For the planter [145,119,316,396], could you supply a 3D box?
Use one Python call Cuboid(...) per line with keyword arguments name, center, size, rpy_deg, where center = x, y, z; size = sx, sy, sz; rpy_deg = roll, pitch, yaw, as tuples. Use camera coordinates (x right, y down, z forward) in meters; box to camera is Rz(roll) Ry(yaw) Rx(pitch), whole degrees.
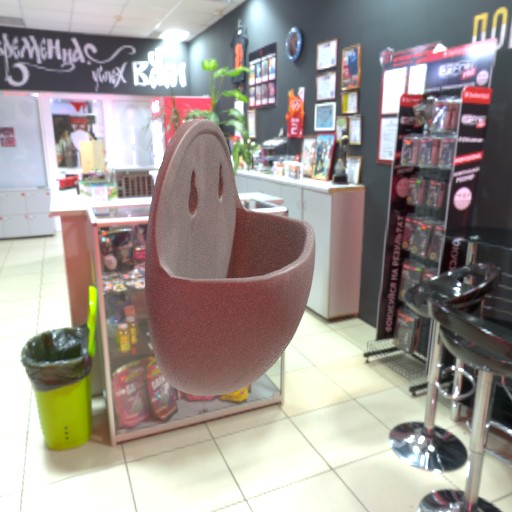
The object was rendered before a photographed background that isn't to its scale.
Cuboid(name="planter", center=(0.000, 0.000, 0.276), size=(0.073, 0.164, 0.190), rpy_deg=(2, 15, 9))
